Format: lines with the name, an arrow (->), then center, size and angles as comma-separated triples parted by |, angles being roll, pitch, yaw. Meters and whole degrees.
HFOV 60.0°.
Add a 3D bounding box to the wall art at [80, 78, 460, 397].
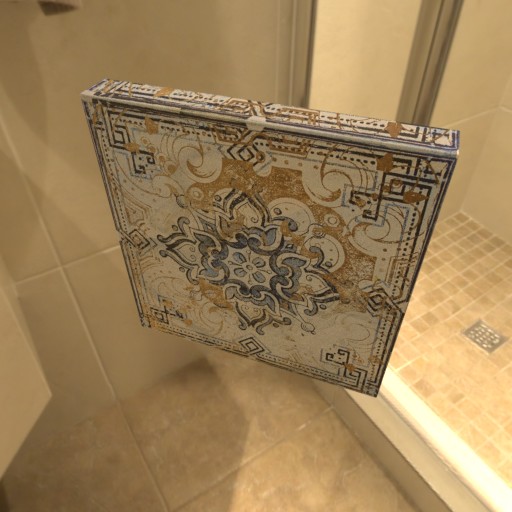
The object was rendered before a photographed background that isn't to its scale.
wall art -> 0.000, 0.000, 0.449 | 0.302, 0.306, 0.038 | 14, 44, 15
